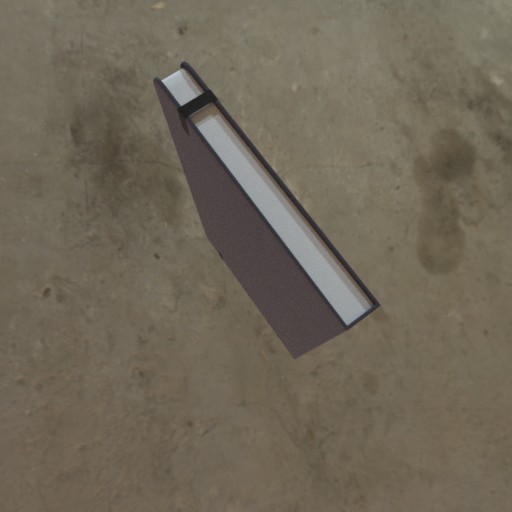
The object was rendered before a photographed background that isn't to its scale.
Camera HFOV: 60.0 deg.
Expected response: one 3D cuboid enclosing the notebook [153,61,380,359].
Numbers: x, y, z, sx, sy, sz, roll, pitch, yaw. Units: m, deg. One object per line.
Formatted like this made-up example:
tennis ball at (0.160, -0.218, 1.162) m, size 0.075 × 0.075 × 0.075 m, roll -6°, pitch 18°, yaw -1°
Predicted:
notebook at (0.000, 0.000, 0.267) m, size 0.016 × 0.213 × 0.127 m, roll -34°, pitch 77°, yaw -9°
